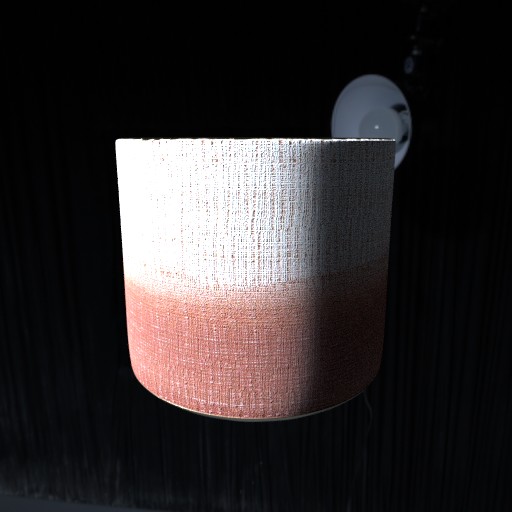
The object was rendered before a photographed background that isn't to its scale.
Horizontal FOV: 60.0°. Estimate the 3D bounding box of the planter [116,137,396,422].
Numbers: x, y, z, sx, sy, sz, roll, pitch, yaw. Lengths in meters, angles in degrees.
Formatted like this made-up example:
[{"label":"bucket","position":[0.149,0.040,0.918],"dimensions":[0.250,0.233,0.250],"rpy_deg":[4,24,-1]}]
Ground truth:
[{"label":"planter","position":[0.000,0.000,0.308],"dimensions":[0.178,0.157,0.178],"rpy_deg":[0,14,0]}]
